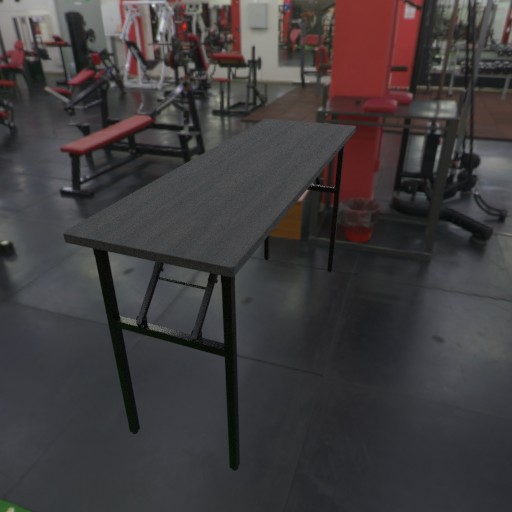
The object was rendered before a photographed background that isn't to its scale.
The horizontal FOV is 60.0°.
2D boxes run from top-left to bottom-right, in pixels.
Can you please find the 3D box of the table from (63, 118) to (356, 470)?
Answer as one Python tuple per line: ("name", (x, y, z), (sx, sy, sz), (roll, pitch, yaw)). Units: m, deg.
("table", (0.000, 0.000, 1.736), (0.449, 0.750, 1.399), (11, 31, 19))
